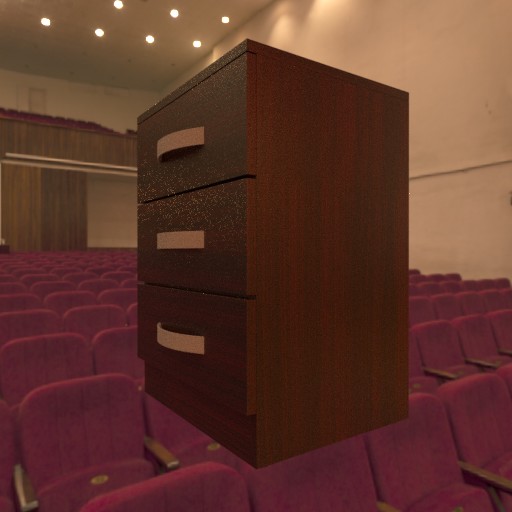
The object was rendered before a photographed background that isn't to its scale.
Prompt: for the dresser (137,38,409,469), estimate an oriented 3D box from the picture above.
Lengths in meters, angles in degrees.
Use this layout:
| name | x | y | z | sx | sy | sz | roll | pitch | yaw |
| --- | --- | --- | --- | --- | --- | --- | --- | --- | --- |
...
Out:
| name | x | y | z | sx | sy | sz | roll | pitch | yaw |
| --- | --- | --- | --- | --- | --- | --- | --- | --- | --- |
| dresser | 0.000 | 0.000 | 0.821 | 0.360 | 0.560 | 0.400 | 0 | 0 | -35 |
